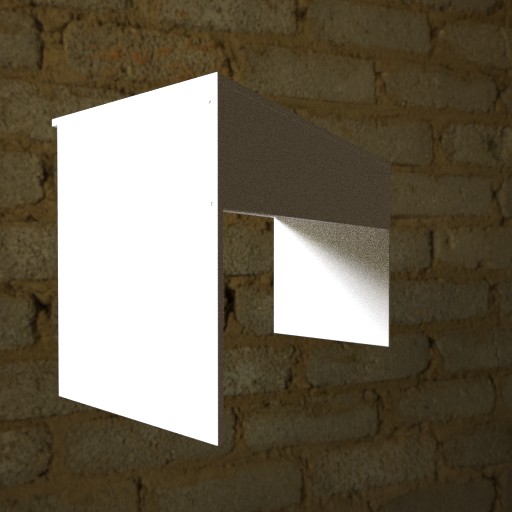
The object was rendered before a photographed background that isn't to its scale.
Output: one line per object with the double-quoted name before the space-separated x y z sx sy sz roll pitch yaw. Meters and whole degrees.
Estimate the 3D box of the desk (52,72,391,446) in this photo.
"desk" 0.000 0.000 1.477 0.560 0.730 1.100 0 1 34
